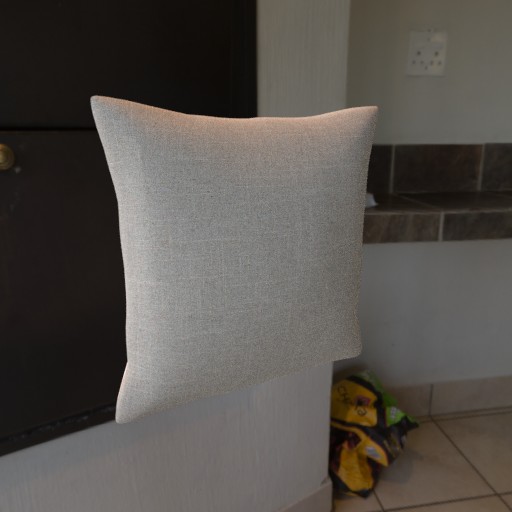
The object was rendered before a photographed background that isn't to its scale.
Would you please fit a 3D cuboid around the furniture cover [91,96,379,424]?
[{"bbox_3d":[0.000,0.000,0.769,0.512,0.506,0.178,-8,17,-27],"label":"furniture cover"}]
